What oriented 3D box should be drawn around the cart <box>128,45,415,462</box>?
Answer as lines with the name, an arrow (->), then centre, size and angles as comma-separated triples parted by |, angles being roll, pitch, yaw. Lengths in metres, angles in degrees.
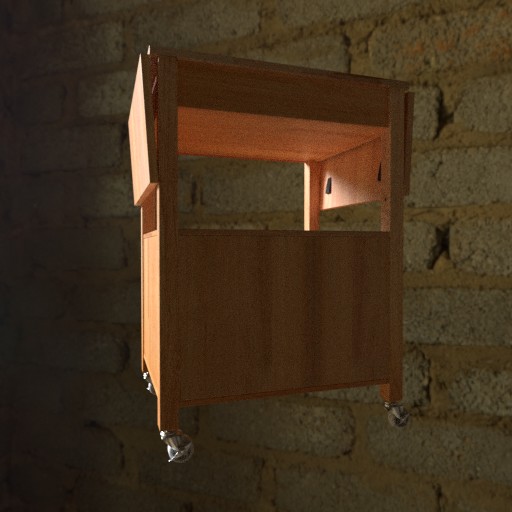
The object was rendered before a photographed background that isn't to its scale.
cart -> 0.000, 0.000, 1.204 | 0.640, 0.838, 0.508 | 0, 1, -19
